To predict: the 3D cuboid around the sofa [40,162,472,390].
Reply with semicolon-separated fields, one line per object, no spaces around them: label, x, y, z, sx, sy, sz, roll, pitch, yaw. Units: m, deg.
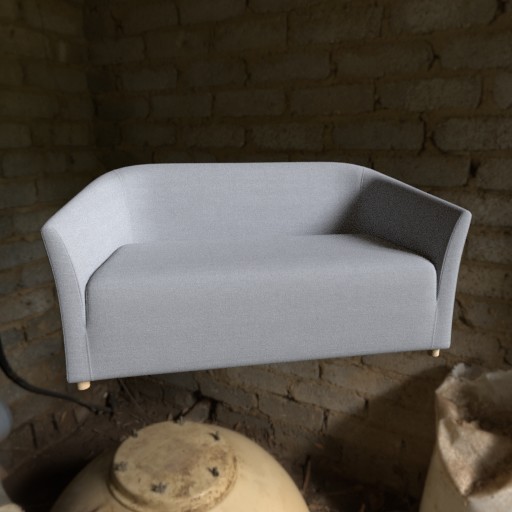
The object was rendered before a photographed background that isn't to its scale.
sofa;0.000;0.000;1.838;1.452;0.721;0.705;-3;15;-10
